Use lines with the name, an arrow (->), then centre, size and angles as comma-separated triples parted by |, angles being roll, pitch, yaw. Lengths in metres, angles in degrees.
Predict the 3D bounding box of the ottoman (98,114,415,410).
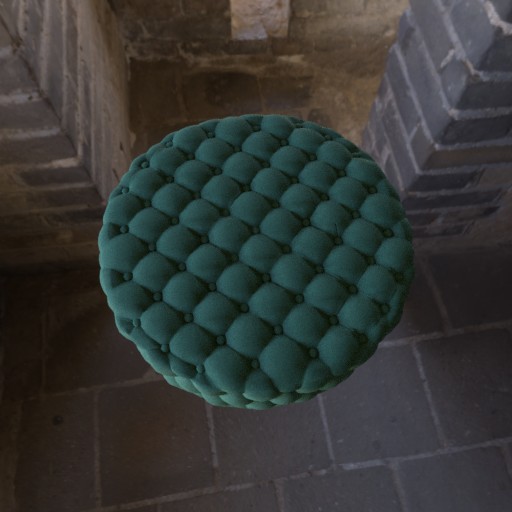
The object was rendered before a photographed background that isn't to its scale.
ottoman -> 0.000, 0.000, 1.525 | 0.998, 0.399, 0.998 | 0, 65, 0
